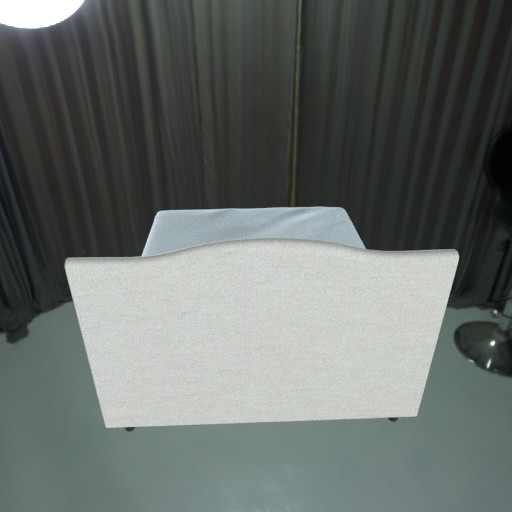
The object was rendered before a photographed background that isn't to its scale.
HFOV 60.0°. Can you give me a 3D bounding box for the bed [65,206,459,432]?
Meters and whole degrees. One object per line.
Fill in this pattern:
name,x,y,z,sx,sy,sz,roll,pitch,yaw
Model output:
bed,0.000,0.000,3.550,2.083,1.421,2.182,-1,30,-2
